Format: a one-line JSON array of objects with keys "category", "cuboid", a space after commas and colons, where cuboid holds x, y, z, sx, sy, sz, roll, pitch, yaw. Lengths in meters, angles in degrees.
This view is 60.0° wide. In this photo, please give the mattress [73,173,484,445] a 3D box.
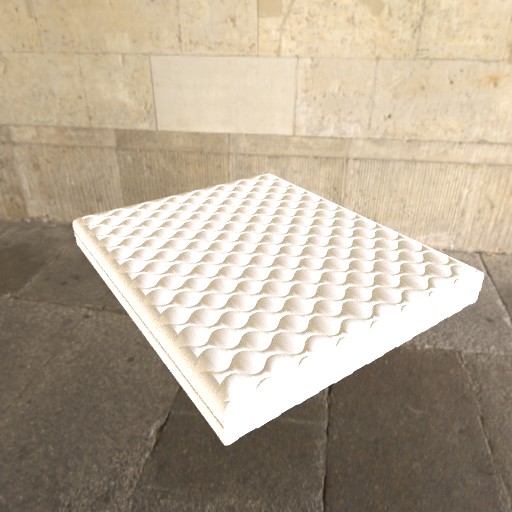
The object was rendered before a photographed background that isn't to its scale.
[{"category": "mattress", "cuboid": [0.000, 0.000, 2.626, 1.600, 0.200, 1.900, -19, 35, -30]}]
